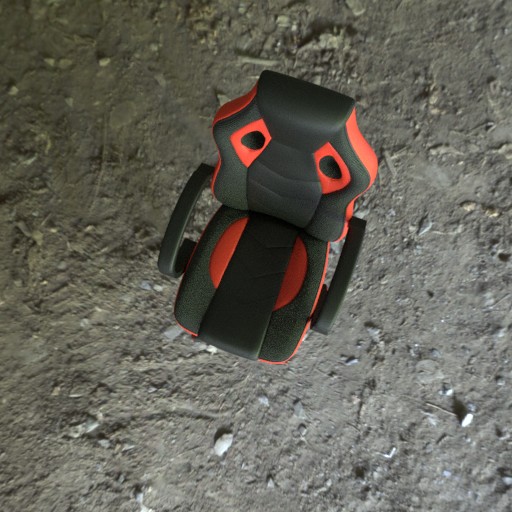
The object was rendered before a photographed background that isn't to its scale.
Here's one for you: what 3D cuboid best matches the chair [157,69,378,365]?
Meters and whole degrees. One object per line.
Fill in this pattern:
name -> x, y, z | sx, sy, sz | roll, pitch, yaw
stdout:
chair -> 0.000, 0.000, 1.400 | 0.600, 1.016, 0.642 | 20, 78, 5
